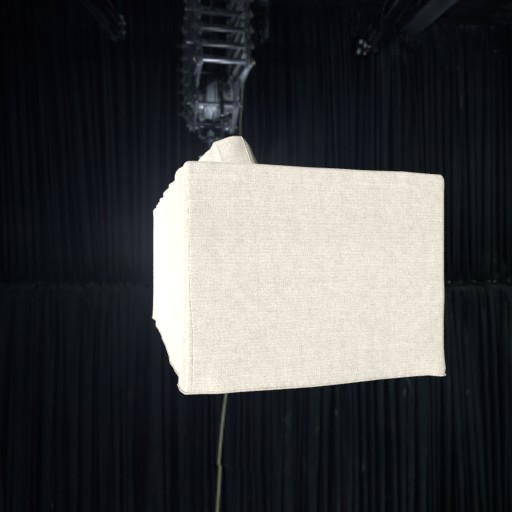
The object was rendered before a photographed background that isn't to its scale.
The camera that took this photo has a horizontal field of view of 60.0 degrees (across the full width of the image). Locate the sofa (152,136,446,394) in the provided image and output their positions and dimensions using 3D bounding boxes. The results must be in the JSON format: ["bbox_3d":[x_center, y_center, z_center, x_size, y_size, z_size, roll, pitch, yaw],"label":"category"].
[{"bbox_3d":[0.000,0.000,2.270,0.956,0.828,1.766,0,0,-16],"label":"sofa"}]
